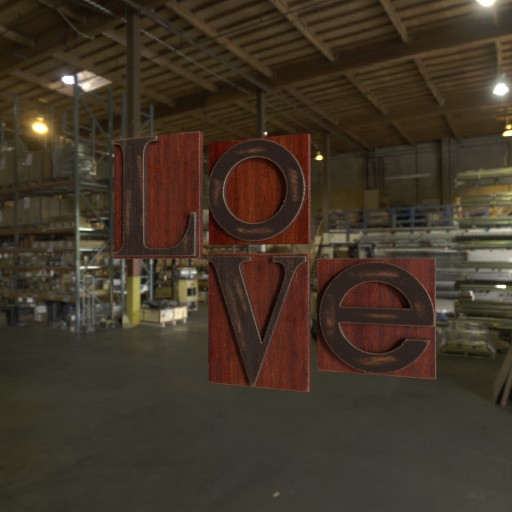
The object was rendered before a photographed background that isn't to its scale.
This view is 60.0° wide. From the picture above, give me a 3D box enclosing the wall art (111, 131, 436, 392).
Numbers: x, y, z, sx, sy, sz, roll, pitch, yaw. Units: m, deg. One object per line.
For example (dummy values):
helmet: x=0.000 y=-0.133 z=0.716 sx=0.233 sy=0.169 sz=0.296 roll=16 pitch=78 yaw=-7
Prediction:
wall art: x=0.000 y=0.000 z=0.844 sx=0.635 sy=0.497 sz=0.030 roll=0 pitch=-1 yaw=18
